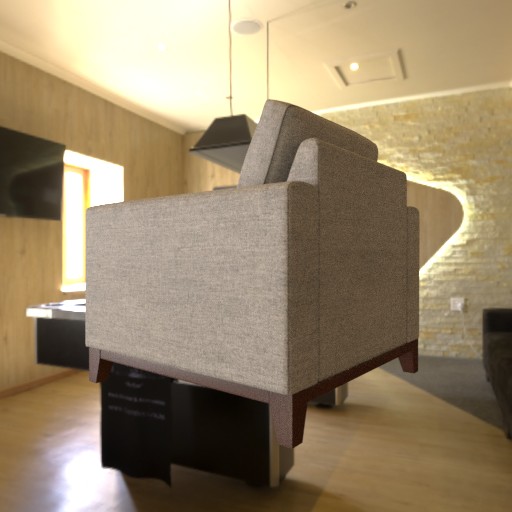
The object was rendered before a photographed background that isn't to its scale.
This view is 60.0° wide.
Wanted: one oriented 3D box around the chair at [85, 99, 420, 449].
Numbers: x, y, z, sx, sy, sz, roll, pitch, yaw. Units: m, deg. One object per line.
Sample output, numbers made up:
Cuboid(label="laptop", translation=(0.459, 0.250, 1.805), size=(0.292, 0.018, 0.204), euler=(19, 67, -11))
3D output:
Cuboid(label="chair", translation=(0.000, 0.000, 1.875), size=(1.038, 1.010, 1.024), euler=(0, 1, 39))
